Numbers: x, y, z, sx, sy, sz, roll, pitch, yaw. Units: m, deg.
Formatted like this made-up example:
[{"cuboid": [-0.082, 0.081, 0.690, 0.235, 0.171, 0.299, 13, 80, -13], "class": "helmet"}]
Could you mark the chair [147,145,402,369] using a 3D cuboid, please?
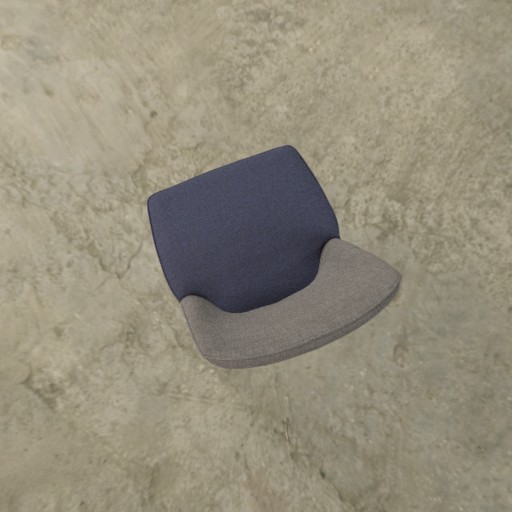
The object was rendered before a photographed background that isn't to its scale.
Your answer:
[{"cuboid": [0.000, 0.000, 1.177, 0.488, 0.855, 0.550, -21, 77, -5], "class": "chair"}]
